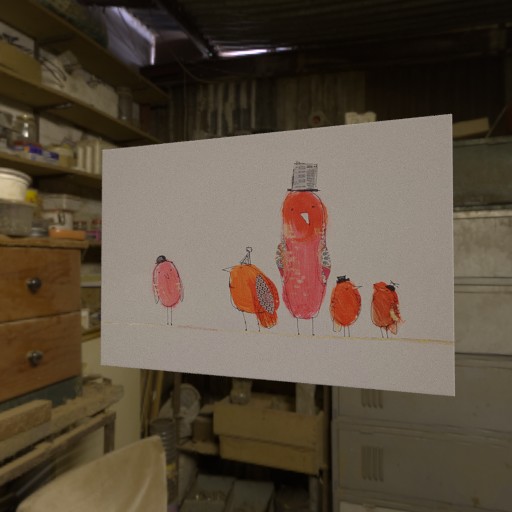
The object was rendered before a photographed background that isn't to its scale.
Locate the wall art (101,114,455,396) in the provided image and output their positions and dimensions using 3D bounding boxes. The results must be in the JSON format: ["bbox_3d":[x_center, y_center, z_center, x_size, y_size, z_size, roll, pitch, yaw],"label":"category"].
[{"bbox_3d":[0.000,0.000,1.124,0.914,0.609,0.038,0,-1,19],"label":"wall art"}]
